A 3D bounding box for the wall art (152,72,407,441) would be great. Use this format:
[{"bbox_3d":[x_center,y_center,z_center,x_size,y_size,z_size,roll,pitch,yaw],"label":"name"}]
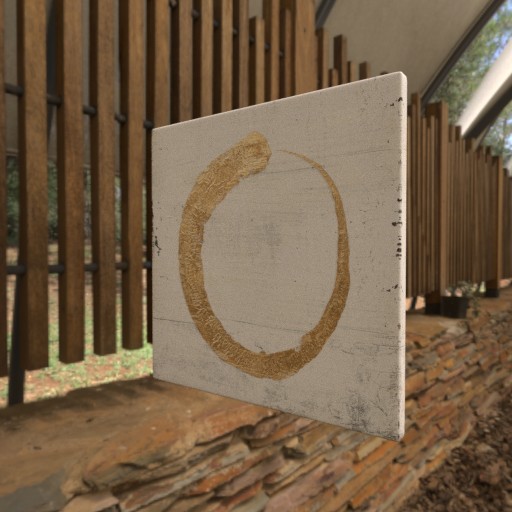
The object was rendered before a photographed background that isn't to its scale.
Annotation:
[{"bbox_3d":[0.000,0.000,1.146,0.762,0.762,0.038,1,1,36],"label":"wall art"}]
